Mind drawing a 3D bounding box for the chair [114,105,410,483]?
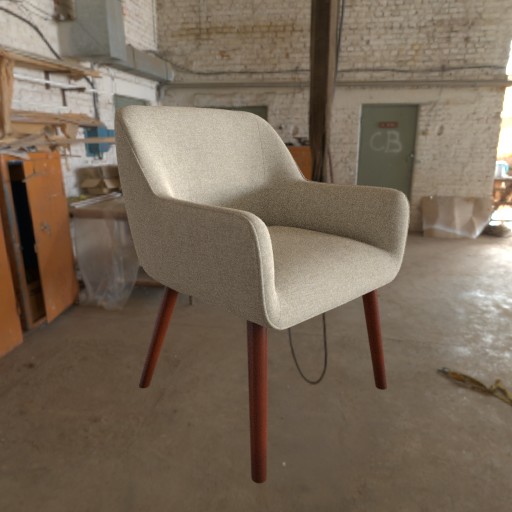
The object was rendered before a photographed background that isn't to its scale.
[{"bbox_3d":[0.000,0.000,1.240,0.610,0.813,0.610,-15,21,-43],"label":"chair"}]
